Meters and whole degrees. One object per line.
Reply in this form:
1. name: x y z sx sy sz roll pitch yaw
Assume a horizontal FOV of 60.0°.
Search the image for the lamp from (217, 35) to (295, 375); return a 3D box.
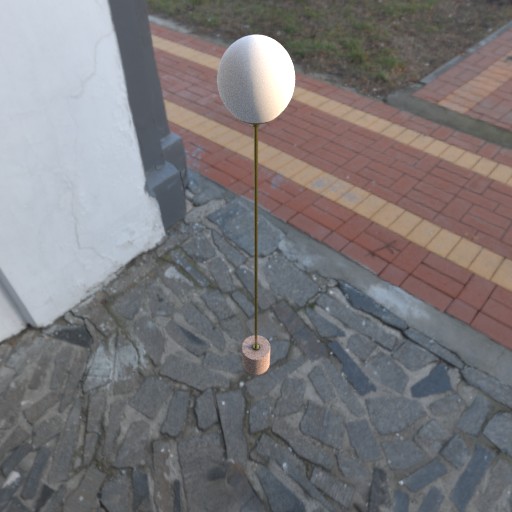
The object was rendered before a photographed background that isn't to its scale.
1. lamp: 0.000 0.000 1.852 0.229 1.748 0.229 -24 51 -21
